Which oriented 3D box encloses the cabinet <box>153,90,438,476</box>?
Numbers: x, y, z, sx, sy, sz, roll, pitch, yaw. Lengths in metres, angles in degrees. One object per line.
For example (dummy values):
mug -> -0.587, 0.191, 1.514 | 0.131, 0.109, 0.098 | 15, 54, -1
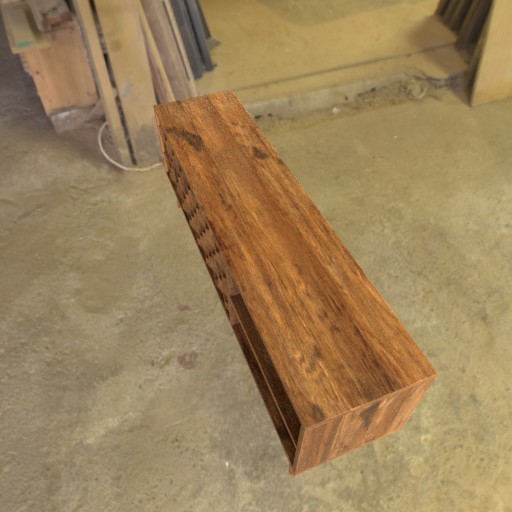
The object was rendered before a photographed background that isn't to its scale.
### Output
cabinet -> 0.000, 0.000, 1.649 | 0.349, 0.528, 1.448 | -17, 50, -14
